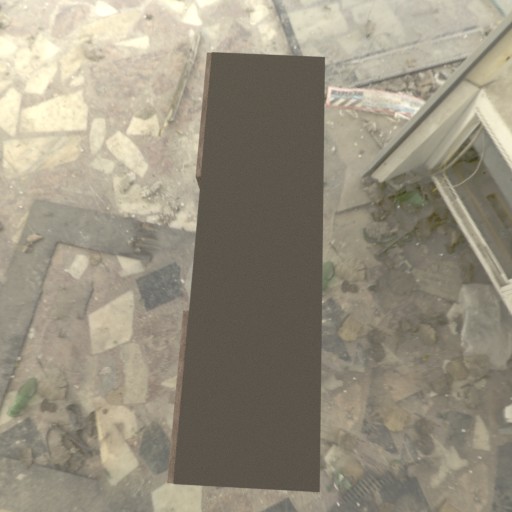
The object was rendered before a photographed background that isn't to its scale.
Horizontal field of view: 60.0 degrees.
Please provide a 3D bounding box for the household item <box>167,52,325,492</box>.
[{"bbox_3d":[0.000,0.000,1.544,0.420,0.310,1.400,3,75,1],"label":"household item"}]
